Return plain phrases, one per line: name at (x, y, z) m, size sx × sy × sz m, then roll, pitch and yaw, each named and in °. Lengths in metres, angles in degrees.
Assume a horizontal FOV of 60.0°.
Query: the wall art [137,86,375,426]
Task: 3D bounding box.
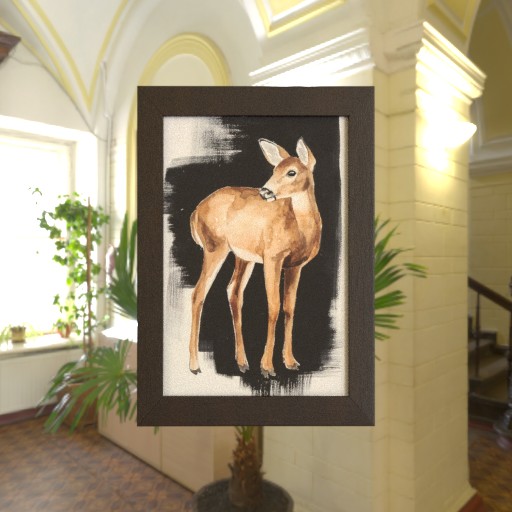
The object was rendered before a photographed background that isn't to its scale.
wall art at (0.000, 0.000, 0.676) m, size 0.359 × 0.513 × 0.017 m, roll 0°, pitch 0°, yaw 0°
